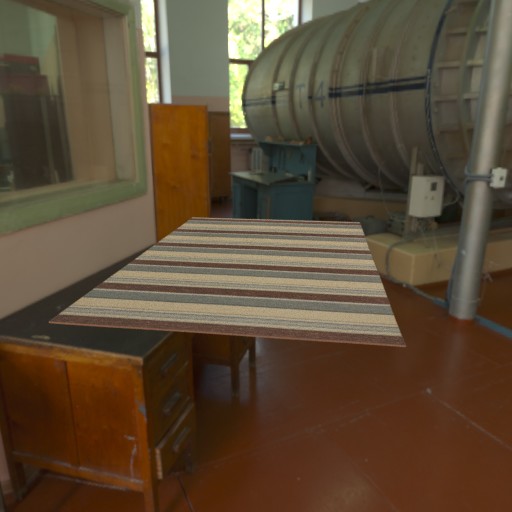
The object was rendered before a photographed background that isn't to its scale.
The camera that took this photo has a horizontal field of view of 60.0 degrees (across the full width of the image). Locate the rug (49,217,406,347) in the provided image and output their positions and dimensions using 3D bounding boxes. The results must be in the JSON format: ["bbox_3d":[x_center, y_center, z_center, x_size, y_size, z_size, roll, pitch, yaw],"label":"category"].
[{"bbox_3d":[0.000,0.000,2.342,1.219,0.008,1.829,2,17,8],"label":"rug"}]
